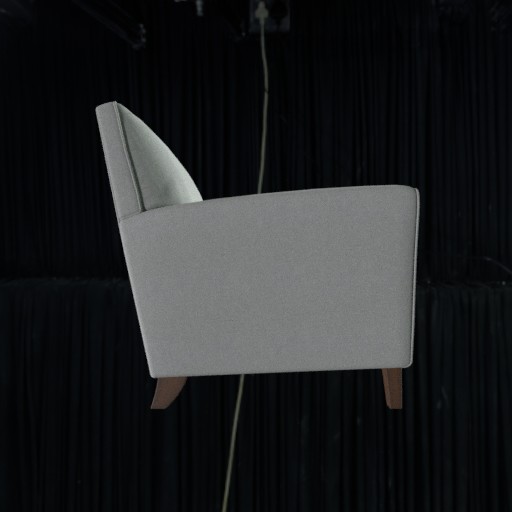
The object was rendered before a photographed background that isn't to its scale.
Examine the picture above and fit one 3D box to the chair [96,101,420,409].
[{"bbox_3d":[0.000,0.000,1.580,0.871,0.846,0.840,0,0,0],"label":"chair"}]
